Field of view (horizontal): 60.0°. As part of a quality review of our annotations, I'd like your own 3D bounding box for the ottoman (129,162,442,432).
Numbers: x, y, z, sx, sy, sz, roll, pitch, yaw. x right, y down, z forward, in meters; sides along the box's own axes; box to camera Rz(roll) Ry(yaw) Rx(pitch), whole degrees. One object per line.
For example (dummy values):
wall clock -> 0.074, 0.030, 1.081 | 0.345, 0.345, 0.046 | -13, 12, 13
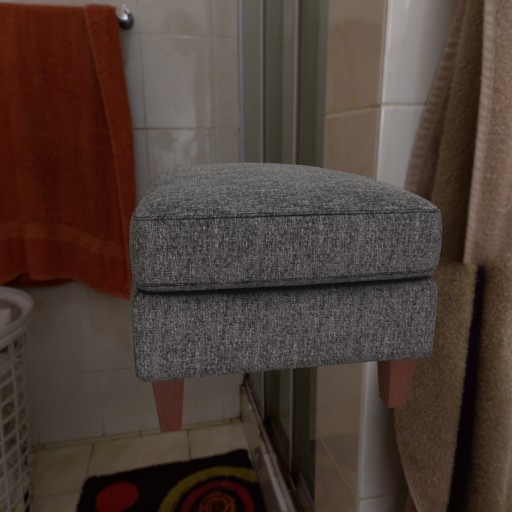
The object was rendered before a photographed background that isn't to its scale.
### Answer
ottoman -> 0.000, 0.000, 1.202 | 0.584, 0.483, 0.864 | -3, 15, -10
